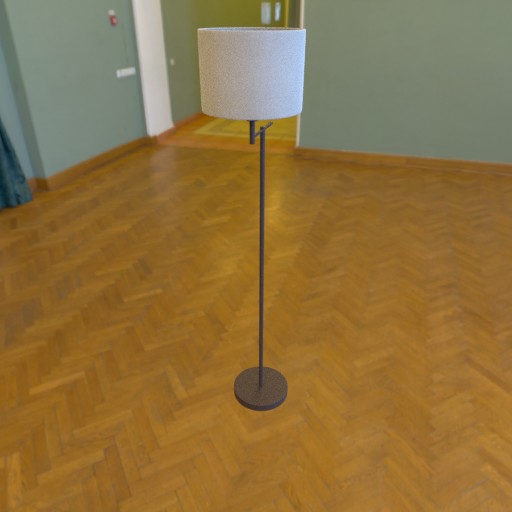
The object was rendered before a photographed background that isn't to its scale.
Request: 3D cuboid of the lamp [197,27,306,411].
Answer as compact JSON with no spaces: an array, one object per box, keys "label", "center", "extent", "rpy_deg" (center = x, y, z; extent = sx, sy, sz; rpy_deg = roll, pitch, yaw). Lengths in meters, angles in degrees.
[{"label":"lamp","center":[0.000,0.000,1.751],"extent":[0.324,1.600,0.416],"rpy_deg":[8,30,14]}]
